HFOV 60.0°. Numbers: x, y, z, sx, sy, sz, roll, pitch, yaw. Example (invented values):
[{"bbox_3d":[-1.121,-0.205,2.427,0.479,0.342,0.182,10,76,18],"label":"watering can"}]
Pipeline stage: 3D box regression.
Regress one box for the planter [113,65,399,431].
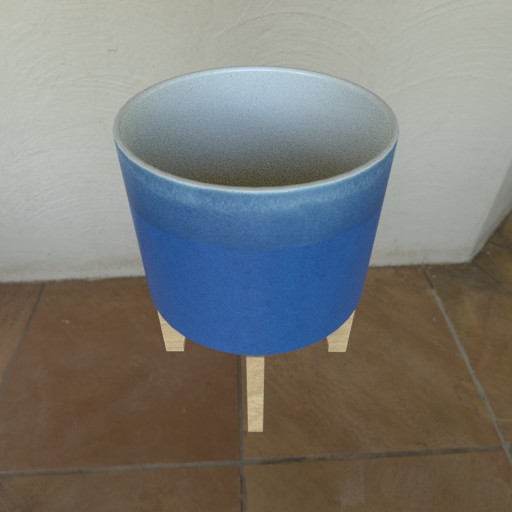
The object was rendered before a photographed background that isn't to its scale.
[{"bbox_3d":[0.000,0.000,0.392,0.192,0.263,0.192,0,42,0],"label":"planter"}]
